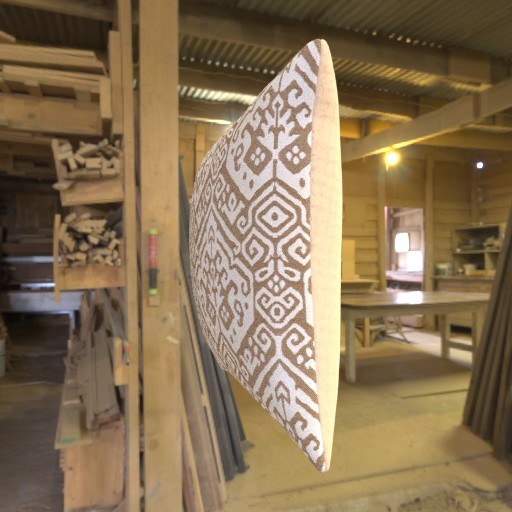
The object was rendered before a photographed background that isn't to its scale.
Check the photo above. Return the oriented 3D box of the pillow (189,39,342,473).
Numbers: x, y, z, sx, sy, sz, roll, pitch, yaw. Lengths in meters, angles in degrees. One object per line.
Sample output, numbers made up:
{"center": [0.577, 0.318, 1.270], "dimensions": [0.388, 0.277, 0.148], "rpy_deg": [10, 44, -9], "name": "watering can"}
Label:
{"center": [0.000, 0.000, 0.612], "dimensions": [0.173, 0.407, 0.419], "rpy_deg": [0, 0, -18], "name": "pillow"}
